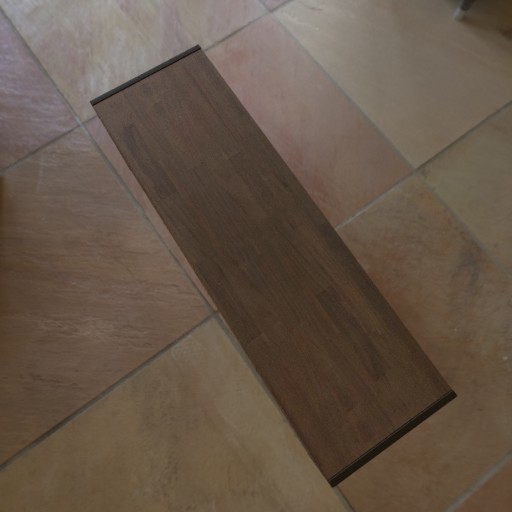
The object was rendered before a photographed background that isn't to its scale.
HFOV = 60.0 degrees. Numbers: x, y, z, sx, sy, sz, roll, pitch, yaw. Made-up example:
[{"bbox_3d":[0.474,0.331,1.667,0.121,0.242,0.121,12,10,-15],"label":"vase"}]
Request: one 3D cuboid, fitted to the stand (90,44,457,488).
[{"bbox_3d":[0.000,0.000,1.677,0.454,0.506,1.480,-32,77,-9],"label":"stand"}]
